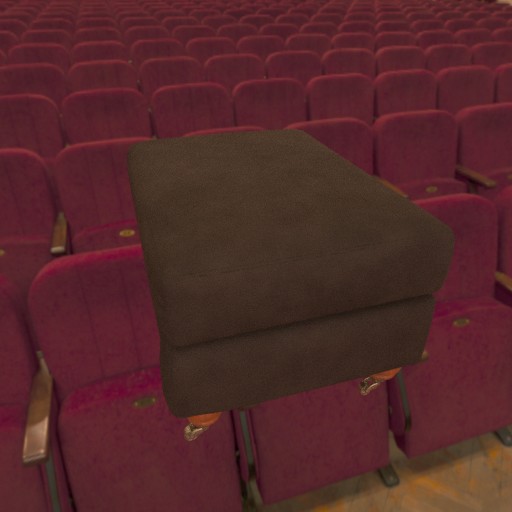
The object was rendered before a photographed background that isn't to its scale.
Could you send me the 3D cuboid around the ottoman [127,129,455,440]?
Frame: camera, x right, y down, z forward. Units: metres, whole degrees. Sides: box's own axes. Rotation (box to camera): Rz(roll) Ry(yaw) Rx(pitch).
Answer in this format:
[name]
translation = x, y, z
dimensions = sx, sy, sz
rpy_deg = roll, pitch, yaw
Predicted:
[ottoman]
translation = 0.000, 0.000, 1.145
dimensions = 0.574, 0.497, 0.773
rpy_deg = -9, 32, -15
